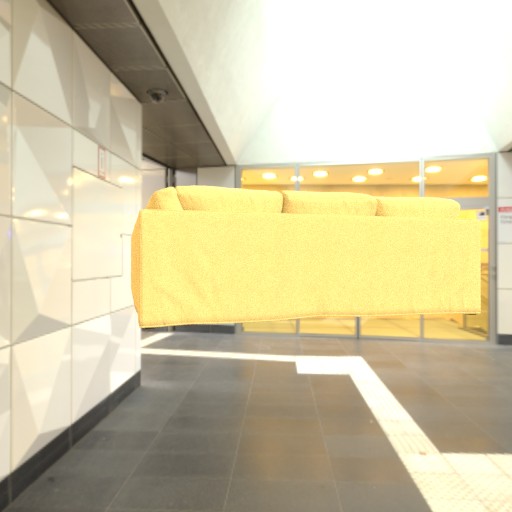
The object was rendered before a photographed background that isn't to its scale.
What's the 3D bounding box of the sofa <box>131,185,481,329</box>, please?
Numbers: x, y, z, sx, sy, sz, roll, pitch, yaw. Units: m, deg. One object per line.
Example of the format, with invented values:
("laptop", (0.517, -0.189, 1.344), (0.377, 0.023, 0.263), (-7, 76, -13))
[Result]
("sofa", (0.000, 0.000, 4.538), (2.427, 0.882, 3.460), (0, 0, -16))
